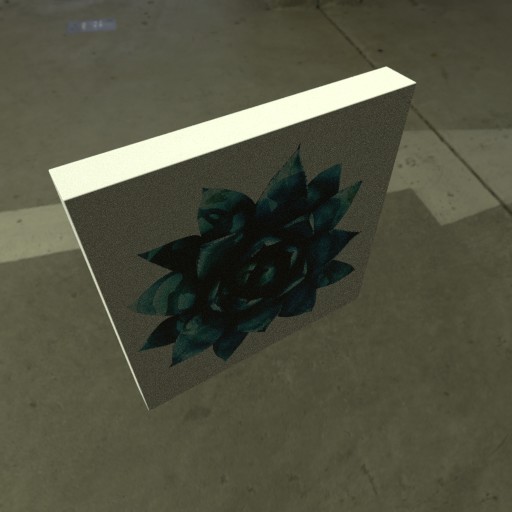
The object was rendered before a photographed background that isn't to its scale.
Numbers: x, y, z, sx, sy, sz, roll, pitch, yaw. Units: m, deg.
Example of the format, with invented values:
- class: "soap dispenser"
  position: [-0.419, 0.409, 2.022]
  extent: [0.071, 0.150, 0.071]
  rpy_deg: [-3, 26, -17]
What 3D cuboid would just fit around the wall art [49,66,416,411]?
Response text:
- class: "wall art"
  position: [0.000, 0.000, 0.453]
  extent: [0.305, 0.305, 0.038]
  rpy_deg: [-24, 51, -21]
